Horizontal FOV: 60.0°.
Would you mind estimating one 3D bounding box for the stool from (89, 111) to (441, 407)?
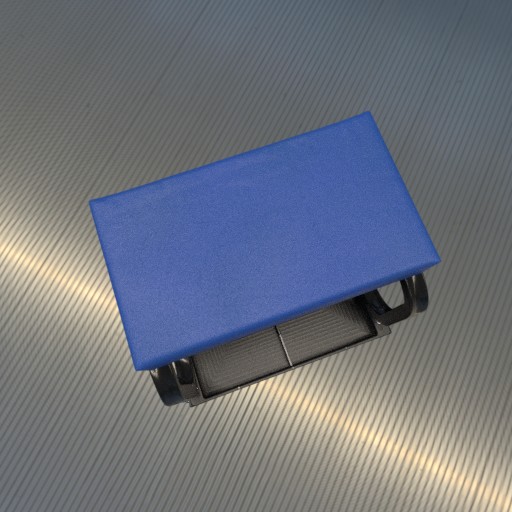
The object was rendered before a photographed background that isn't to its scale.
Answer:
[{"bbox_3d":[0.000,0.000,0.705,0.446,0.380,0.371,-19,76,-5],"label":"stool"}]
